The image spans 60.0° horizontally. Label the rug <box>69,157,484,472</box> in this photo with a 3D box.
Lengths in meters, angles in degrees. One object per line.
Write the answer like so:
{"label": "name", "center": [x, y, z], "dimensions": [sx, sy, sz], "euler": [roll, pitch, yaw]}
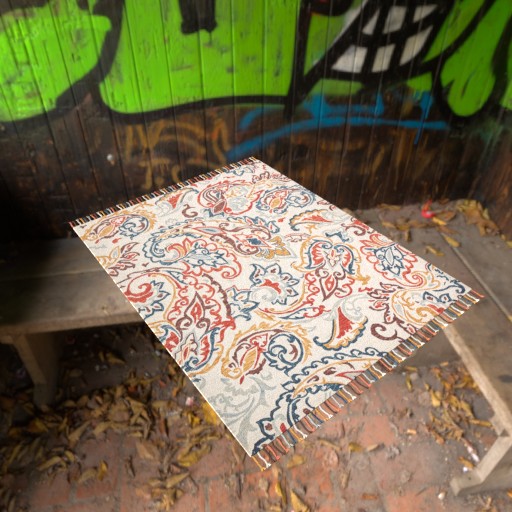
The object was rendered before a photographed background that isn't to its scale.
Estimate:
{"label": "rug", "center": [0.000, 0.000, 4.237], "dimensions": [2.439, 0.015, 3.274], "euler": [-26, 46, -28]}
